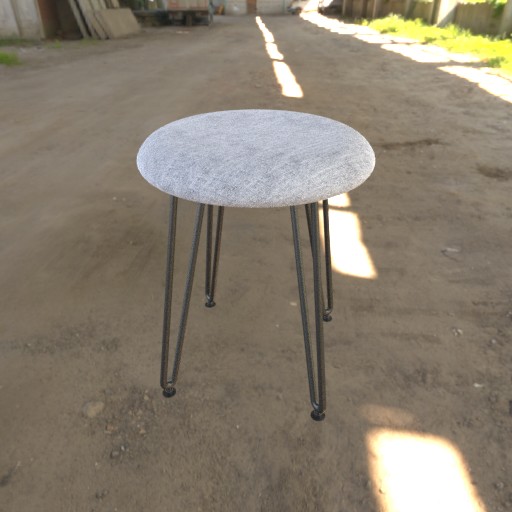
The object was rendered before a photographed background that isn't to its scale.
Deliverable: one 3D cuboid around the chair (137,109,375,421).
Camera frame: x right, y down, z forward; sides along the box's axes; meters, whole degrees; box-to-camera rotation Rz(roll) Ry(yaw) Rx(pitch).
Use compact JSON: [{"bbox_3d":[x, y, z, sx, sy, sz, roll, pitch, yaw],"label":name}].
[{"bbox_3d":[0.000,0.000,0.670,0.350,0.386,0.350,-19,36,-29],"label":"chair"}]
